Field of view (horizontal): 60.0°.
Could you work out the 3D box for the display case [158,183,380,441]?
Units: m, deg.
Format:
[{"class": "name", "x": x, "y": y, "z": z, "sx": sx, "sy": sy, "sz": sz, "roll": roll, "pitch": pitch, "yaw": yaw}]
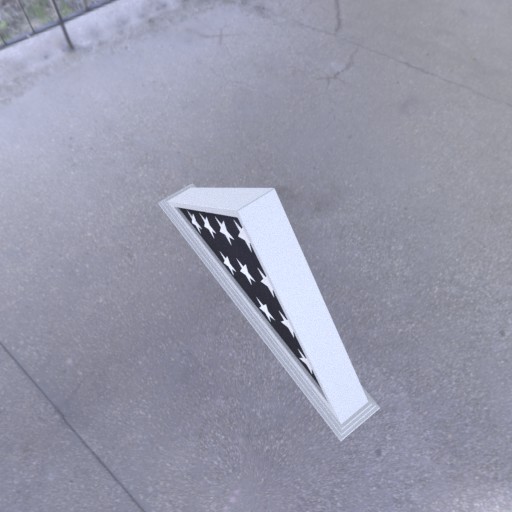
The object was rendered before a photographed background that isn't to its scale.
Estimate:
[{"class": "display case", "x": 0.000, "y": 0.000, "z": 0.779, "sx": 0.095, "sy": 0.340, "sz": 0.640, "roll": -33, "pitch": 67, "yaw": -16}]
